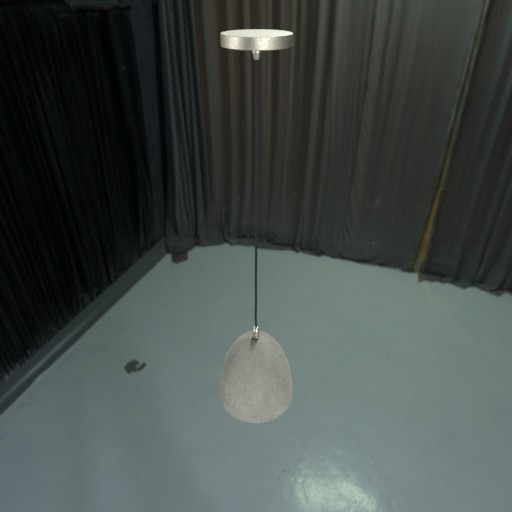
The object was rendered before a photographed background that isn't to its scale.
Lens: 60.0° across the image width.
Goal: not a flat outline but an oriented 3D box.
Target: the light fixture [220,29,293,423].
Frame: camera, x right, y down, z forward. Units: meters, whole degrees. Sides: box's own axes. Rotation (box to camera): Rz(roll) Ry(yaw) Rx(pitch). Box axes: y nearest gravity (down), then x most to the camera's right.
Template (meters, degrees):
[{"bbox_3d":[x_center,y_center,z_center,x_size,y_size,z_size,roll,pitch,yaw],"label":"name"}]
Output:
[{"bbox_3d":[0.000,0.000,0.841,0.170,0.759,0.170,10,34,16],"label":"light fixture"}]
